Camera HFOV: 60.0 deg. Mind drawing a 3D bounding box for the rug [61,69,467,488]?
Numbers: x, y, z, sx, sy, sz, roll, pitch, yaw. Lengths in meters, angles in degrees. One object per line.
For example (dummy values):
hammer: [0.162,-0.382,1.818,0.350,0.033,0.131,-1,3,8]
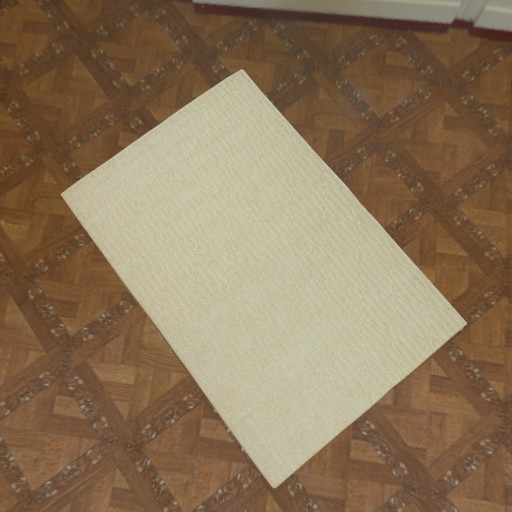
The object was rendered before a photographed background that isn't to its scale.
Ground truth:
rug: [0.000,0.000,2.291,1.238,0.014,1.848,-37,79,-8]
